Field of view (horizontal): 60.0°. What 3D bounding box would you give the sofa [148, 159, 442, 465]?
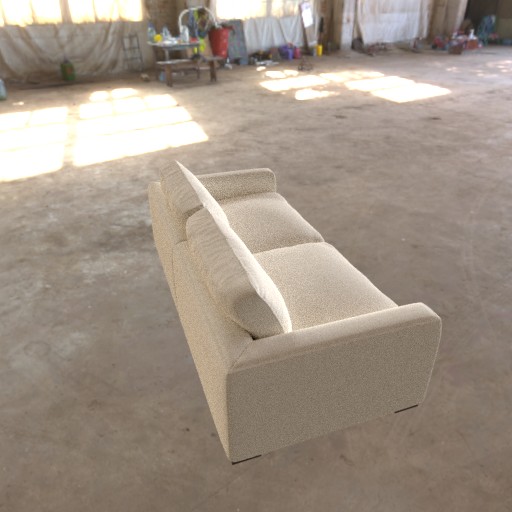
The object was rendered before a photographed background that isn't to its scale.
[{"bbox_3d":[0.000,0.000,2.839,1.070,0.801,2.262,-10,32,-17],"label":"sofa"}]
